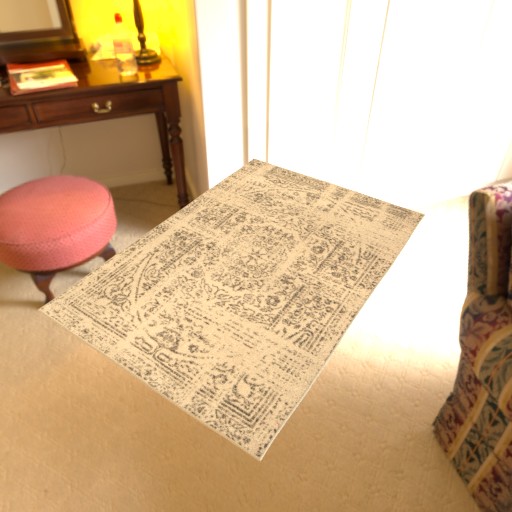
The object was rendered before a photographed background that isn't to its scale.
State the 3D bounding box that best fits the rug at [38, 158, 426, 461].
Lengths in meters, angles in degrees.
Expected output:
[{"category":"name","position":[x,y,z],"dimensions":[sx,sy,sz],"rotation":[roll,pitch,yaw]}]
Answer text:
[{"category":"rug","position":[0.000,0.000,3.203],"dimensions":[1.706,0.026,2.438],"rotation":[24,46,25]}]
